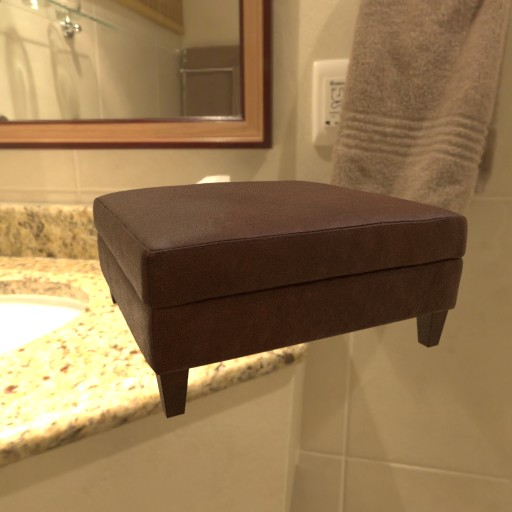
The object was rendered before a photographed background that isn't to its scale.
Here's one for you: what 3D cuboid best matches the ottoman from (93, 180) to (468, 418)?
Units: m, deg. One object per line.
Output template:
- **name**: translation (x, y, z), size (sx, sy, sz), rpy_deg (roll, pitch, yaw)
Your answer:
- **ottoman**: translation (0.000, 0.000, 1.333), size (0.844, 0.415, 0.836), rpy_deg (-7, 17, -25)
